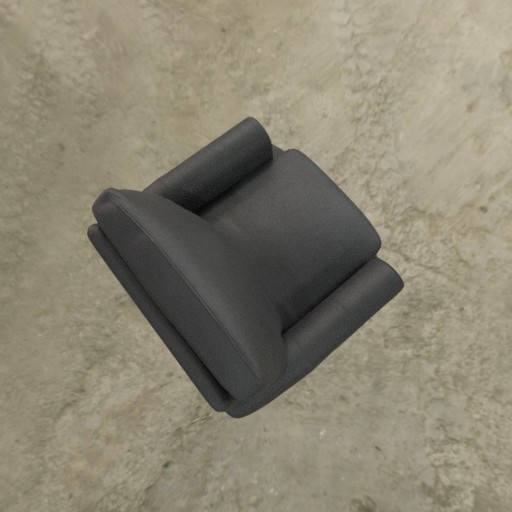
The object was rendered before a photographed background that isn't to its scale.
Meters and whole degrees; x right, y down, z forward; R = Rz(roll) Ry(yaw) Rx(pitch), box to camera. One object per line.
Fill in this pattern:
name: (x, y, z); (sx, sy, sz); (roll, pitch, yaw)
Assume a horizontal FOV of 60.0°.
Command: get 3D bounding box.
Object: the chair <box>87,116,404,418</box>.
chair: (0.000, 0.000, 1.856); (1.027, 0.960, 1.015); (-33, 78, -8)
